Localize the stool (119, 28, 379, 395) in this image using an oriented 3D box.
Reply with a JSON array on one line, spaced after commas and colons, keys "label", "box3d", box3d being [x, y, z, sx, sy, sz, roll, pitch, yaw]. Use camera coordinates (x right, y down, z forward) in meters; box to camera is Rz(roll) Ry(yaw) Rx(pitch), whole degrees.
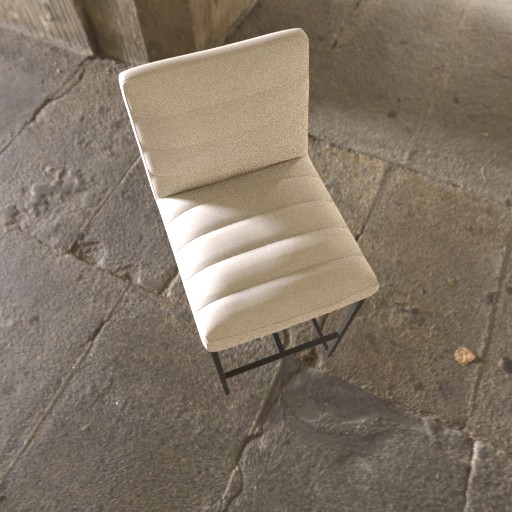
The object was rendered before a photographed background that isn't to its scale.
[{"label": "stool", "box3d": [0.000, 0.000, 1.347, 0.464, 1.061, 0.573, -18, 65, -9]}]
